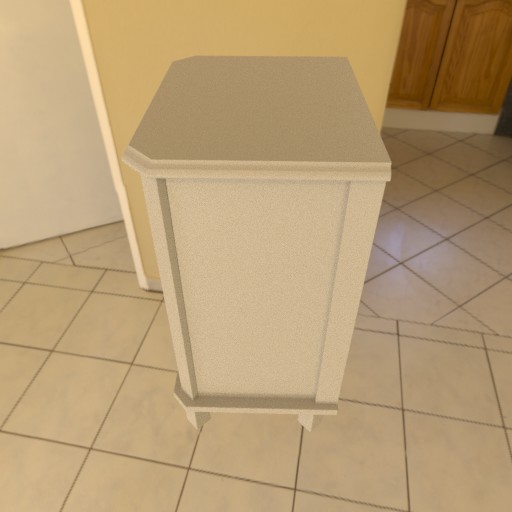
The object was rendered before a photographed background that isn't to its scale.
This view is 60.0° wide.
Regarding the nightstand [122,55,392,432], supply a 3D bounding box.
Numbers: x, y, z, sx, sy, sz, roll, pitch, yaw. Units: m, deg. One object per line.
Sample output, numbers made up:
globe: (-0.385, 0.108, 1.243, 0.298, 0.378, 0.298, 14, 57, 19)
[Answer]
nightstand: (0.000, 0.000, 0.940, 0.350, 0.680, 0.450, 1, 41, 1)
